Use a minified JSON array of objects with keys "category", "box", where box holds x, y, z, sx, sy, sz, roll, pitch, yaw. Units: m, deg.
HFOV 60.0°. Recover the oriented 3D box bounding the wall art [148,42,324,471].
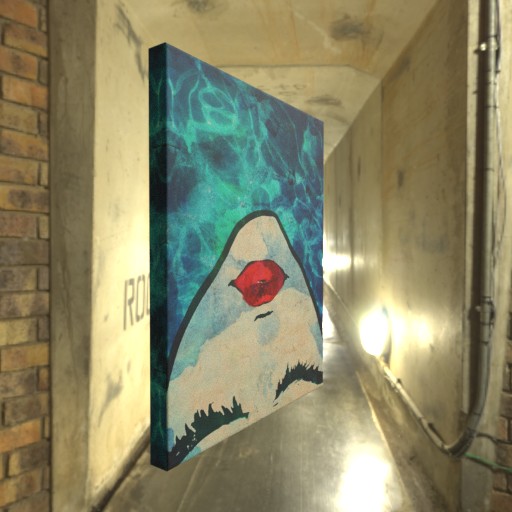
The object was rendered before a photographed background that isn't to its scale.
[{"category":"wall art","box":[0.000,0.000,0.872,0.038,0.635,0.508,1,1,36]}]
